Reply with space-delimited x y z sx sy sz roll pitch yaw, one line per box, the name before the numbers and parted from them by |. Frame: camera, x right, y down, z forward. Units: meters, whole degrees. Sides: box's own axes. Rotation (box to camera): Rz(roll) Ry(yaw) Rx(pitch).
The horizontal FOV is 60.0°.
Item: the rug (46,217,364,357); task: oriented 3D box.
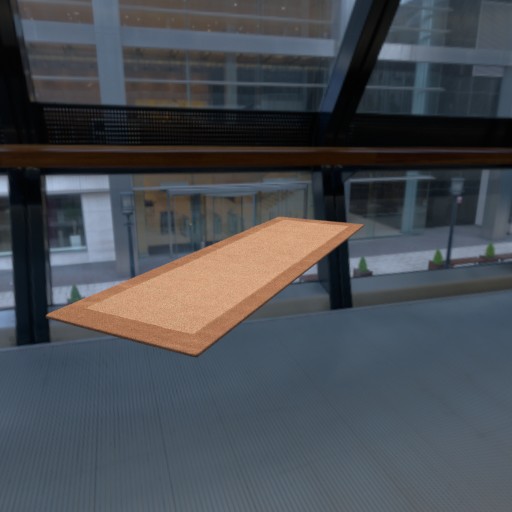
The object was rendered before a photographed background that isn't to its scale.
rug | 0.000 0.000 2.740 0.764 0.017 2.439 8 18 25
